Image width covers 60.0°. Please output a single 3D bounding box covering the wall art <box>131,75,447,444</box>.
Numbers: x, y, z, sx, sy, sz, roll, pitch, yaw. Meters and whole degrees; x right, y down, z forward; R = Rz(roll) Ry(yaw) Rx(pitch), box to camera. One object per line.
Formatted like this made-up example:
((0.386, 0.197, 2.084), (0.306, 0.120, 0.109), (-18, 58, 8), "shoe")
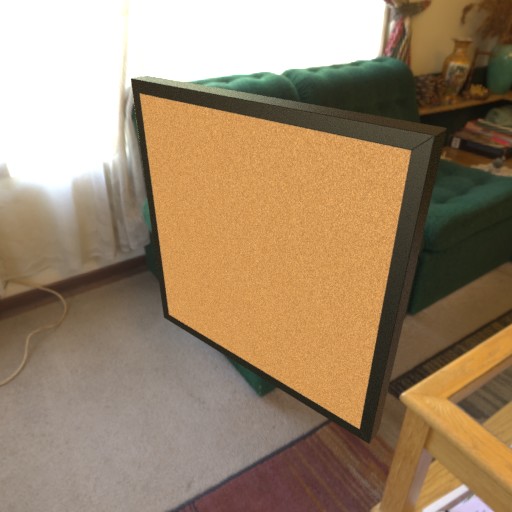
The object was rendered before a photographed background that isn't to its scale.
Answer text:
((0.000, 0.000, 0.739), (0.508, 0.508, 0.036), (23, 39, 33), "wall art")
